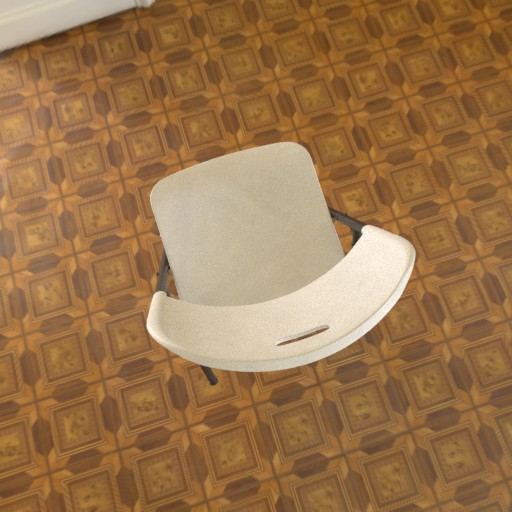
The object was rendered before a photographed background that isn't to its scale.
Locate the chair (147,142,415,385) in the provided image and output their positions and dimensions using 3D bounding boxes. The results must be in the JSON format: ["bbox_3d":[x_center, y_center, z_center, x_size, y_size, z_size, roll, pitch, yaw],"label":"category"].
[{"bbox_3d":[0.000,0.000,1.134,0.494,0.810,0.566,-18,76,-4],"label":"chair"}]
